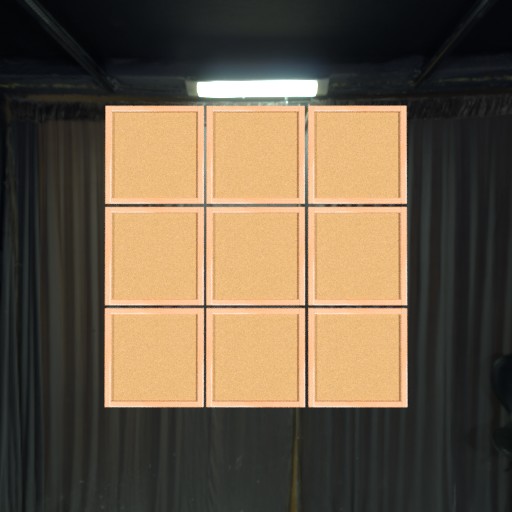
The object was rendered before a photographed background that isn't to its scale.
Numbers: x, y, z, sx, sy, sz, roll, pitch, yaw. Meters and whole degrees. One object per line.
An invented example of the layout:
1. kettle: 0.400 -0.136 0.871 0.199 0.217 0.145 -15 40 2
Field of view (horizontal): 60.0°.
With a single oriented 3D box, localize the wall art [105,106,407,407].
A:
1. wall art: 0.000 0.000 1.344 0.911 0.910 0.012 0 -1 0
